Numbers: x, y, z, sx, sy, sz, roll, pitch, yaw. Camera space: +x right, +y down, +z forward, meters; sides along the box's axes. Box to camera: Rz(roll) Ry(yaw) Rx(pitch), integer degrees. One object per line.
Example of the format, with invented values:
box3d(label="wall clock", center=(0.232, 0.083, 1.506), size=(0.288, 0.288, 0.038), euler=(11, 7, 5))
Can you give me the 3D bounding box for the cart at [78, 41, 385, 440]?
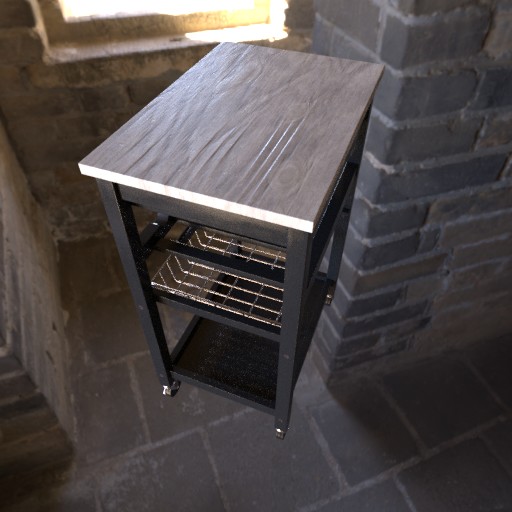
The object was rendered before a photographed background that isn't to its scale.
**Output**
box3d(label="cart", center=(0.000, 0.000, 1.161), size=(0.403, 0.839, 0.584), euler=(16, 48, 15))
